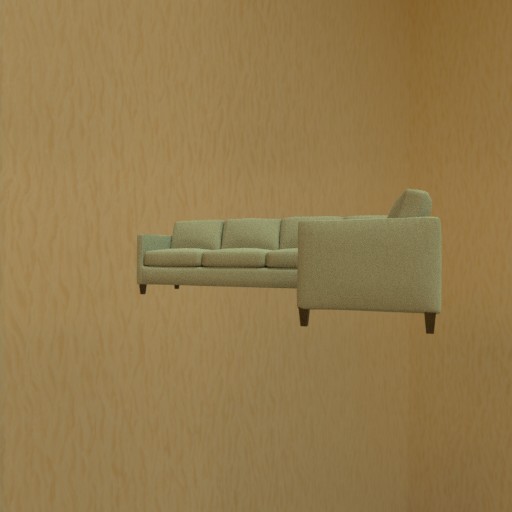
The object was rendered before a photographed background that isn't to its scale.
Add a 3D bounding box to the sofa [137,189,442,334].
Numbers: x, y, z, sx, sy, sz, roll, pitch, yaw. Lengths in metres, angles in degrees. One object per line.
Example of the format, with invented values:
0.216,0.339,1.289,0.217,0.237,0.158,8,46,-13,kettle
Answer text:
0.000,0.000,4.440,3.333,0.934,2.522,0,1,20,sofa
